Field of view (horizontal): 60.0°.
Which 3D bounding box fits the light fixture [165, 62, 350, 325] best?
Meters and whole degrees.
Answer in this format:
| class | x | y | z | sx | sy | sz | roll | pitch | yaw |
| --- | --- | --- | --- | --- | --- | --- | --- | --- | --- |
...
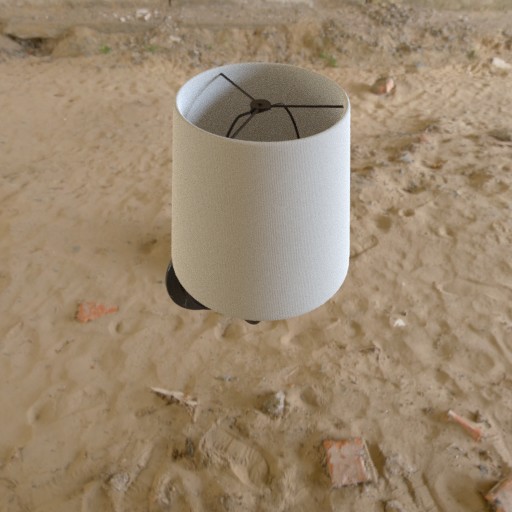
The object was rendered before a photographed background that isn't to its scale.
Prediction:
| class | x | y | z | sx | sy | sz | roll | pitch | yaw |
| --- | --- | --- | --- | --- | --- | --- | --- | --- | --- |
| light fixture | 0.000 | 0.000 | 0.444 | 0.168 | 0.337 | 0.188 | -24 | 50 | -22 |
